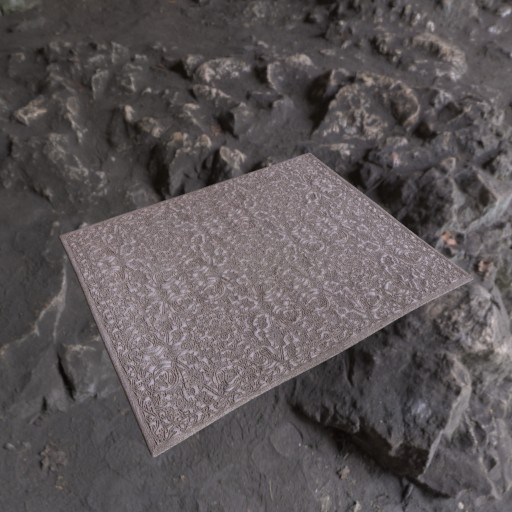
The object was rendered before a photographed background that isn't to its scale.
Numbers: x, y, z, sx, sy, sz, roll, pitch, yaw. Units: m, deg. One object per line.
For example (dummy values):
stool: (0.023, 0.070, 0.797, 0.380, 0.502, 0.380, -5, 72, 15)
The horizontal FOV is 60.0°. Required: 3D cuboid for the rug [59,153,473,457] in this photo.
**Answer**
rug: (0.000, 0.000, 4.110, 3.017, 0.035, 2.472, -23, 48, -22)
